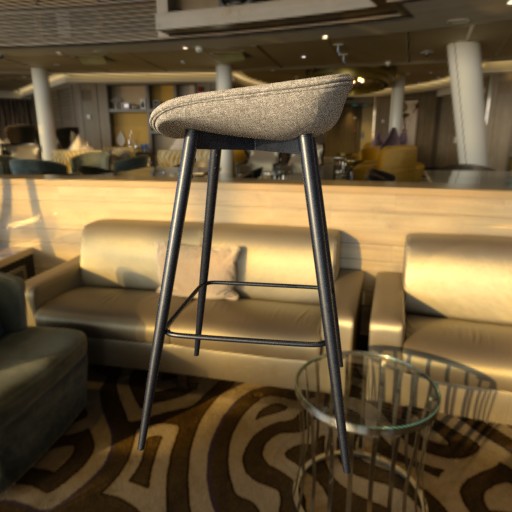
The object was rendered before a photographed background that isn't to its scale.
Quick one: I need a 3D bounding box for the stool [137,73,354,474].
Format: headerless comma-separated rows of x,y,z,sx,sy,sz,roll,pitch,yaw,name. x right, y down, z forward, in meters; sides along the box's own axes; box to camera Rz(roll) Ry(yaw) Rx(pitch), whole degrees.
0.000,0.000,1.092,0.480,0.814,0.469,2,15,9,stool
